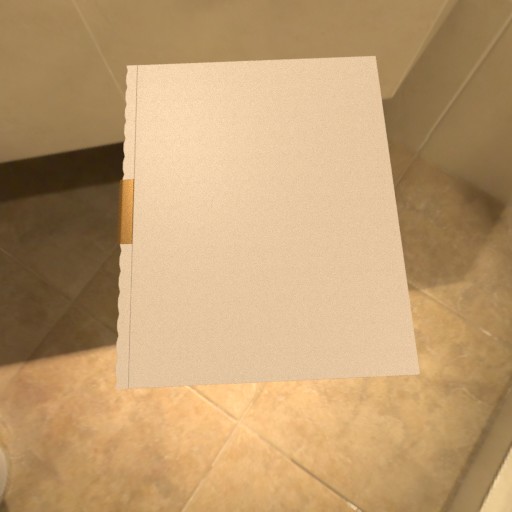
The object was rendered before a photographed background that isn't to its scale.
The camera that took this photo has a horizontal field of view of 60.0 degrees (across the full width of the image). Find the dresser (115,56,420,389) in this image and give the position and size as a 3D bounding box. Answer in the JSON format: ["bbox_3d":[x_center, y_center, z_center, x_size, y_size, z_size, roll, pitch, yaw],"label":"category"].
[{"bbox_3d":[0.000,0.000,0.927,0.414,0.568,0.503,-3,75,-1],"label":"dresser"}]
